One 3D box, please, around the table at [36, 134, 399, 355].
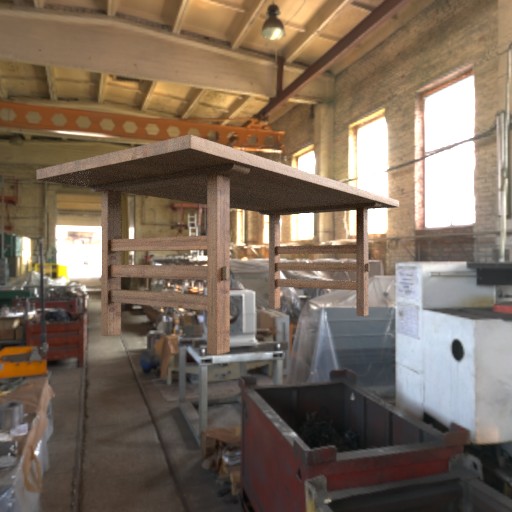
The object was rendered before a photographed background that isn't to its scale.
[{"bbox_3d":[0.000,0.000,2.492,0.952,0.760,2.003,0,0,36],"label":"table"}]
